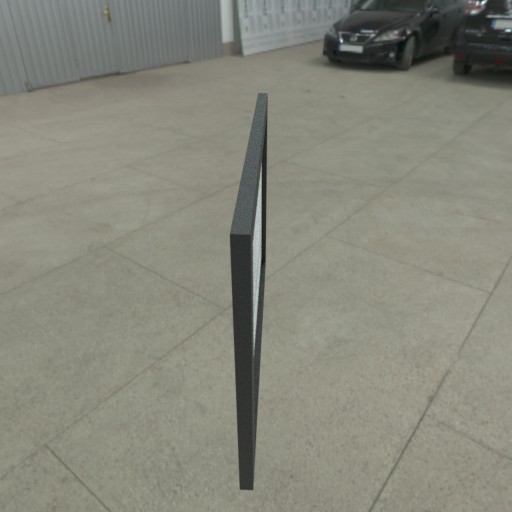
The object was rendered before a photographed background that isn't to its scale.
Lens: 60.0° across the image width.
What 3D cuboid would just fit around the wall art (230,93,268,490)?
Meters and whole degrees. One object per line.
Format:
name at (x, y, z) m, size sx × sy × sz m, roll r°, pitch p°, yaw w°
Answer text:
wall art at (0.000, 0.000, 0.564) m, size 0.016 × 0.306 × 0.432 m, roll 1°, pitch 32°, yaw 2°
